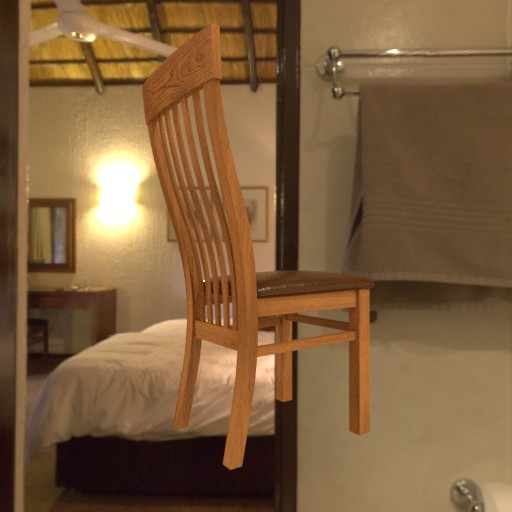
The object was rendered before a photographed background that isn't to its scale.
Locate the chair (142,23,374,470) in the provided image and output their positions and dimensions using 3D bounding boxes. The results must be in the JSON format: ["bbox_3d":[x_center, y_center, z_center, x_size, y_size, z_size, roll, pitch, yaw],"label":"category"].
[{"bbox_3d":[0.000,0.000,1.340,0.580,1.050,0.450,0,0,-34],"label":"chair"}]
